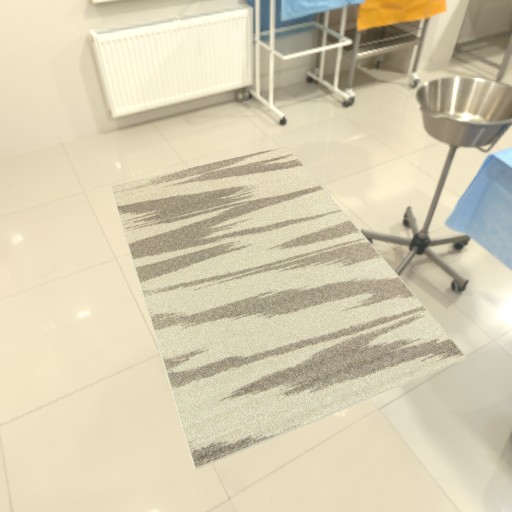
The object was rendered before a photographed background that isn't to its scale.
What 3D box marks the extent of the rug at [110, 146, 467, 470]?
[{"bbox_3d":[0.000,0.000,2.334,1.225,0.008,1.827,-16,48,-15],"label":"rug"}]
